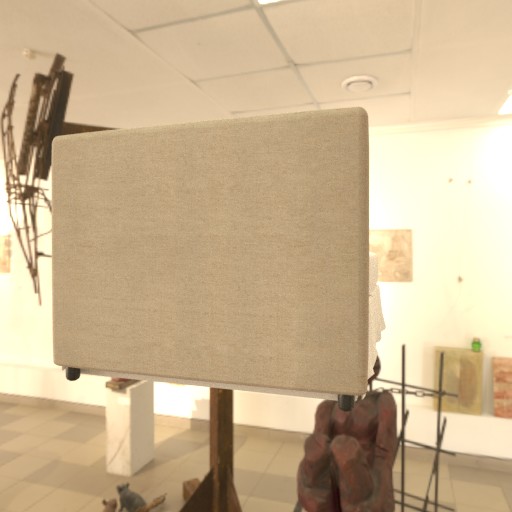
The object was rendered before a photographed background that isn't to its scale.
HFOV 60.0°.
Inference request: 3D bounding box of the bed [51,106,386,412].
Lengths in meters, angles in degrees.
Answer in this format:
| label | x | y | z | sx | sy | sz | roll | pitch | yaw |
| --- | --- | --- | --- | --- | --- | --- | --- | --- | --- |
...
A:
| label | x | y | z | sx | sy | sz | roll | pitch | yaw |
| --- | --- | --- | --- | --- | --- | --- | --- | --- | --- |
| bed | 0.000 | 0.000 | 3.138 | 1.713 | 1.330 | 2.162 | 0 | 1 | 18 |
